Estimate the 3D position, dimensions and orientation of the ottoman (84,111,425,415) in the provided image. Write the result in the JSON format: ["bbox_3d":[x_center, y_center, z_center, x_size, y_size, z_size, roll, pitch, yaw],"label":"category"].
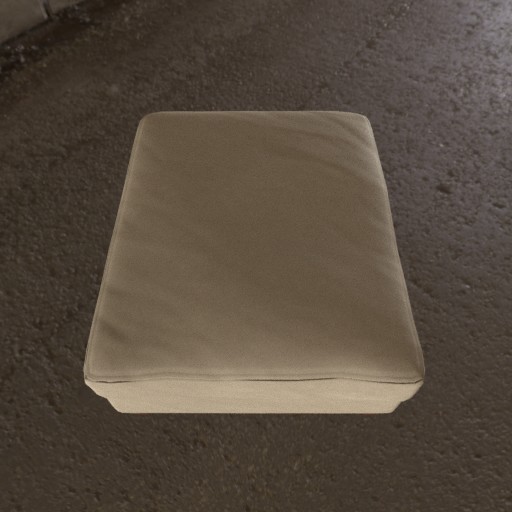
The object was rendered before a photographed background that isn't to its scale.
[{"bbox_3d":[0.000,0.000,1.470,0.836,0.492,1.002,0,55,0],"label":"ottoman"}]
